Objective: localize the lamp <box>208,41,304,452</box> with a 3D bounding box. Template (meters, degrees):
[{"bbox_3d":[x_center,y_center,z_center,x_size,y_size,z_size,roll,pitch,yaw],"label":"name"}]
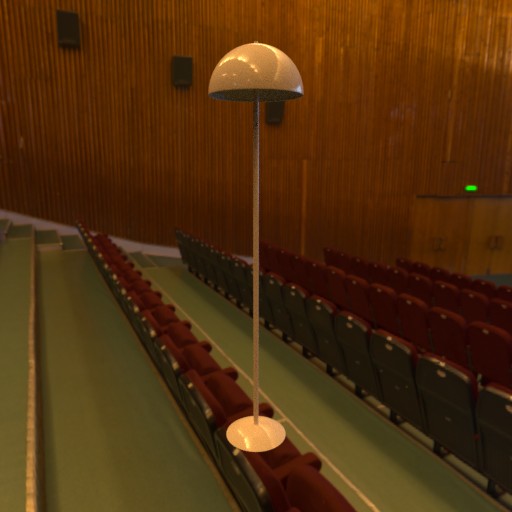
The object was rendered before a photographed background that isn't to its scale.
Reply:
[{"bbox_3d":[0.000,0.000,1.653,0.328,1.480,0.328,-6,14,-26],"label":"lamp"}]
